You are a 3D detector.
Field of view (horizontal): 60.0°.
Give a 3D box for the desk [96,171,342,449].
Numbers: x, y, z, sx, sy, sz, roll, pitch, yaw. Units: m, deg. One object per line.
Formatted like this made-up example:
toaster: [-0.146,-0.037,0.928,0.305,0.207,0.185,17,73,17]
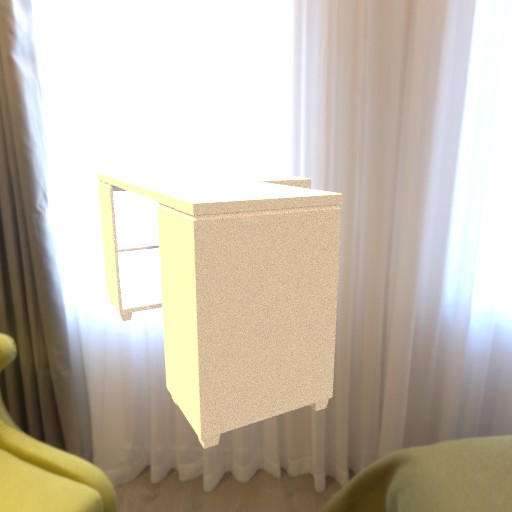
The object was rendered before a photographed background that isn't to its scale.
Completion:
desk: [0.000,0.000,2.183,1.199,0.759,1.524,-7,16,-27]
